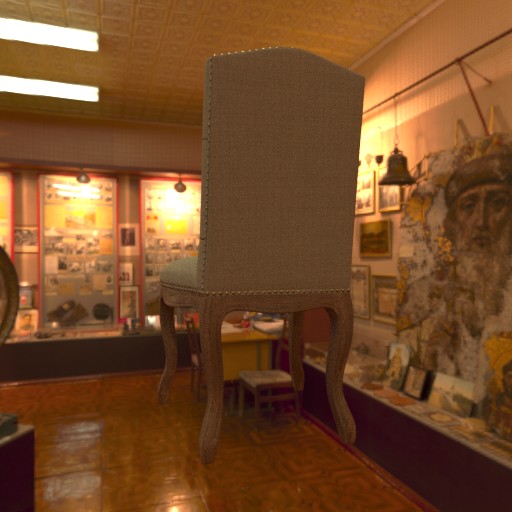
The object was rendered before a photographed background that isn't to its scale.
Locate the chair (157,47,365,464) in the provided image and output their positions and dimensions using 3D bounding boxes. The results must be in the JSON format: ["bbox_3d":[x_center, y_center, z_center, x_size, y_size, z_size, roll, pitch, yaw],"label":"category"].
[{"bbox_3d":[0.000,0.000,1.592,0.637,1.191,0.731,0,0,-17],"label":"chair"}]
